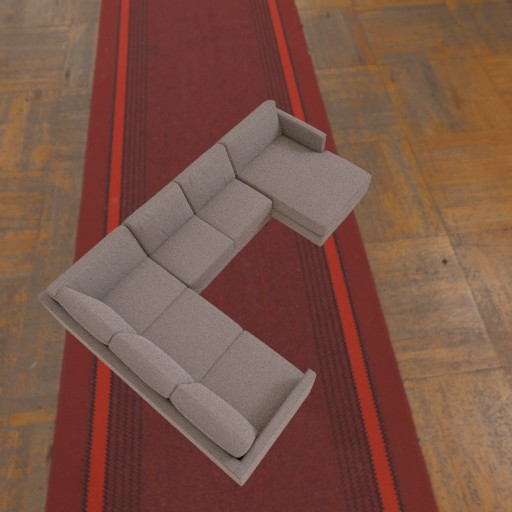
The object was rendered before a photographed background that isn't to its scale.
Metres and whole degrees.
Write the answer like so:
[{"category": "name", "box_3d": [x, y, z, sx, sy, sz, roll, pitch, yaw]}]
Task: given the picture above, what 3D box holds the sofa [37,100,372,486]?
[{"category": "sofa", "box_3d": [0.000, 0.000, 4.562, 2.424, 0.865, 3.438, 34, 64, 19]}]
